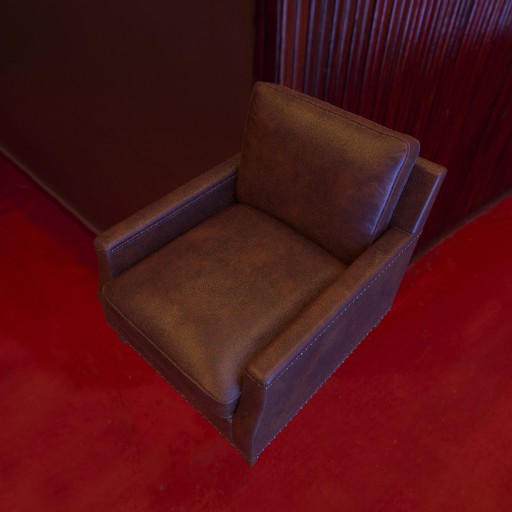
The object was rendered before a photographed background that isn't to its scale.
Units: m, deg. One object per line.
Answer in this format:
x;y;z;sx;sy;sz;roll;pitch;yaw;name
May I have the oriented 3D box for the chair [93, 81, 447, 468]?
0.000;0.000;1.677;0.853;0.929;1.014;34;54;28;chair
